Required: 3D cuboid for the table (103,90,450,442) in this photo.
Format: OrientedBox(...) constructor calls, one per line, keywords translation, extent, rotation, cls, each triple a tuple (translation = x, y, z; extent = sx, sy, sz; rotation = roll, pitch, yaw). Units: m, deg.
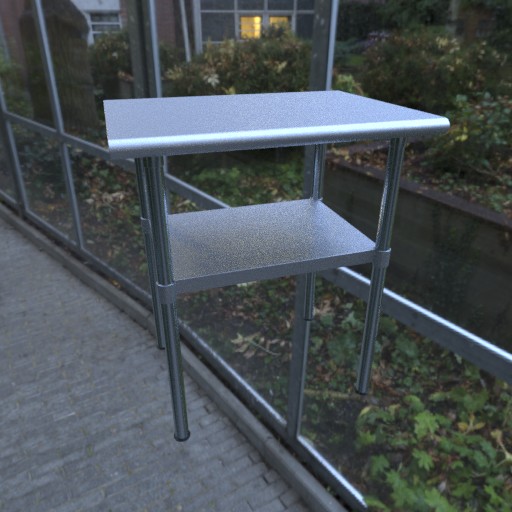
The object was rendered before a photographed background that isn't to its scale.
OrientedBox(translation=(0.000, 0.000, 1.367), extent=(0.762, 0.876, 0.584), rotation=(-8, 28, -16), cls="table")
